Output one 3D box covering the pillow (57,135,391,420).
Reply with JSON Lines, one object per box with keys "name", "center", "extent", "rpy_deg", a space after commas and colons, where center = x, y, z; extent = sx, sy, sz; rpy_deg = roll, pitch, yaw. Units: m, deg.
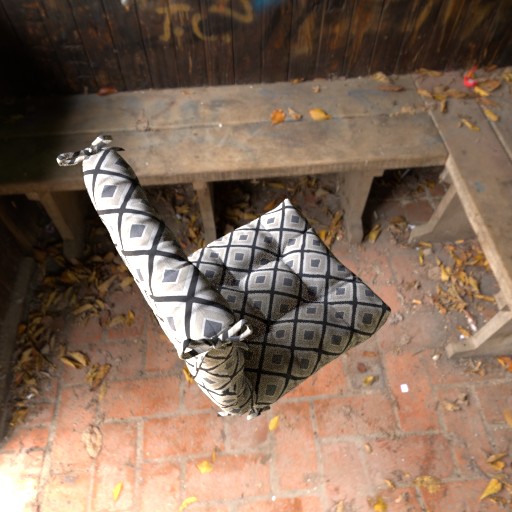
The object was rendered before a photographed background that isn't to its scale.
{"name": "pillow", "center": [0.000, 0.000, 1.021], "extent": [0.571, 0.605, 0.519], "rpy_deg": [-29, 61, -18]}
